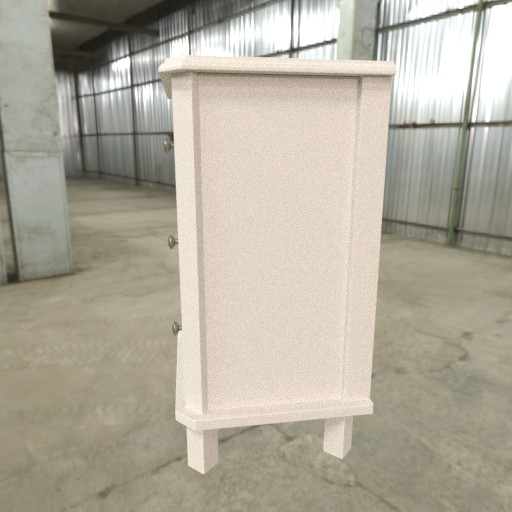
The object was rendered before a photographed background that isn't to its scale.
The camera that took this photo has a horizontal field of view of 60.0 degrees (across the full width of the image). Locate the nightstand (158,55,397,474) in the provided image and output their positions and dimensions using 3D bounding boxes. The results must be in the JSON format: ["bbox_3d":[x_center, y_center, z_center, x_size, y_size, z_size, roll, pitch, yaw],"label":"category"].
[{"bbox_3d":[0.000,0.000,0.909,0.351,0.681,0.435,-2,14,-9],"label":"nightstand"}]
